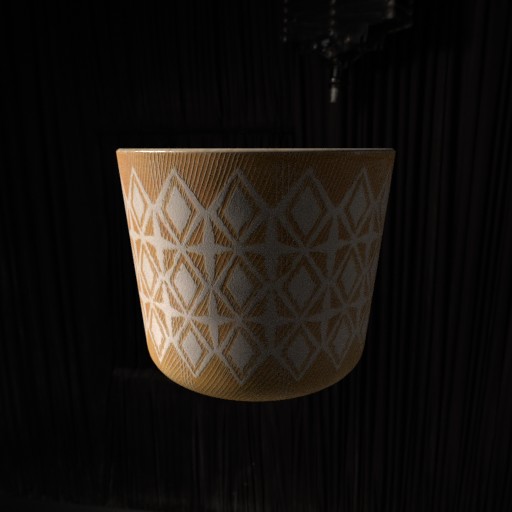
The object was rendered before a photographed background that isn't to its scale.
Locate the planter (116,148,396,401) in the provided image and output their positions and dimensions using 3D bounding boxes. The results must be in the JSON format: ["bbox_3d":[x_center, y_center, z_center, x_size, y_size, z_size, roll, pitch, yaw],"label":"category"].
[{"bbox_3d":[0.000,0.000,0.222,0.126,0.104,0.126,0,14,0],"label":"planter"}]
